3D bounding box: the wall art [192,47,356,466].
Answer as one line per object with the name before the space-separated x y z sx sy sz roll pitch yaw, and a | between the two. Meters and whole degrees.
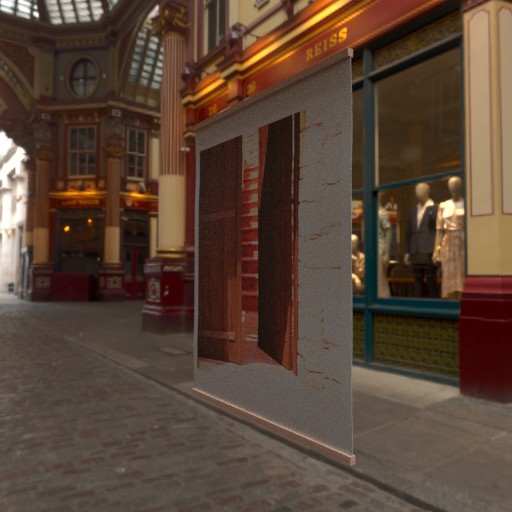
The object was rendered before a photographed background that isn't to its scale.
wall art | 0.000 0.000 1.371 0.020 1.013 0.758 1 -2 -38
